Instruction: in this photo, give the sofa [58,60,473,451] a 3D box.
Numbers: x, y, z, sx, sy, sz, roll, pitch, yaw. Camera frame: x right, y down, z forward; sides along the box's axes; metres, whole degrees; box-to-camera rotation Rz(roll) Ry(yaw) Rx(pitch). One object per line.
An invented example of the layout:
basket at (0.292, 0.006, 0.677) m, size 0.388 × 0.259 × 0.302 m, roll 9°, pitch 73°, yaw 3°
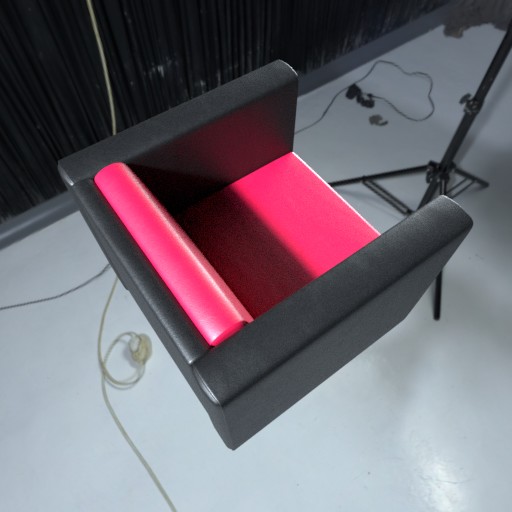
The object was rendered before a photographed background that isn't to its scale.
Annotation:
sofa at (0.000, 0.000, 1.476) m, size 0.809 × 0.724 × 0.839 m, roll -32°, pitch 64°, yaw -18°
